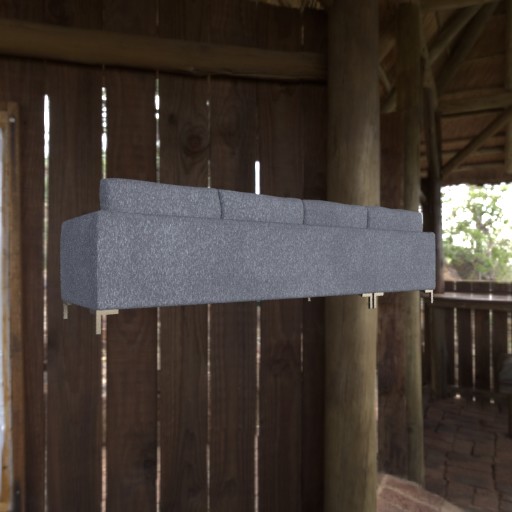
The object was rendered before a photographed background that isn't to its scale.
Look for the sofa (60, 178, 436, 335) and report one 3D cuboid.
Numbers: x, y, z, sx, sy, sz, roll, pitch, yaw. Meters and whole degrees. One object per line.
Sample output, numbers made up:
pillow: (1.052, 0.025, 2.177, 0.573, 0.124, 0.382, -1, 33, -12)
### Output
sofa: (0.000, 0.000, 3.543, 2.932, 0.810, 1.350, 1, -1, -36)
